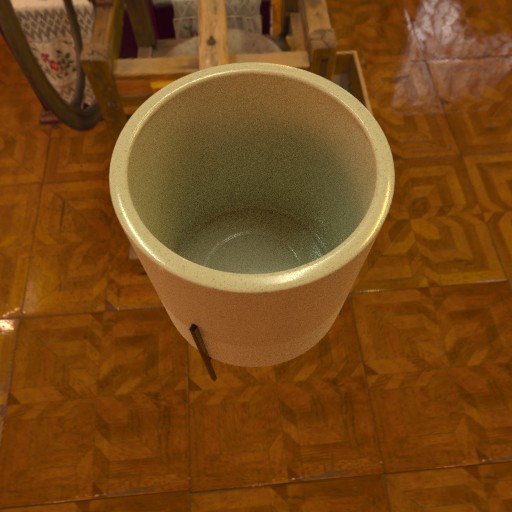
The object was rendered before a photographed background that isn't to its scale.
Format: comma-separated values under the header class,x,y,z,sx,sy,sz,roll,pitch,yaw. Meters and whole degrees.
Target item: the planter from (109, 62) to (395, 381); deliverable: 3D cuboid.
class,x,y,z,sx,sy,sz,roll,pitch,yaw
planter,0.000,0.000,0.701,0.323,0.475,0.314,-2,63,-1
